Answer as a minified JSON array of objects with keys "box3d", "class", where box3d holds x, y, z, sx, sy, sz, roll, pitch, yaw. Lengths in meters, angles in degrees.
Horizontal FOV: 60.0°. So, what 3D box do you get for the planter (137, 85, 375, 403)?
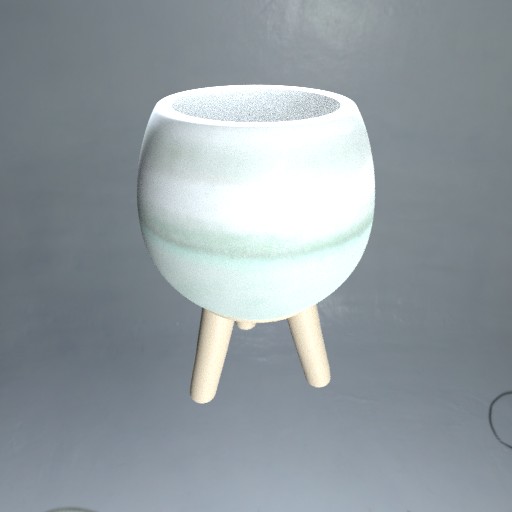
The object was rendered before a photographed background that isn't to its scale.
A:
[{"box3d":[0.000,0.000,0.333,0.161,0.224,0.161,0,30,0],"class":"planter"}]
